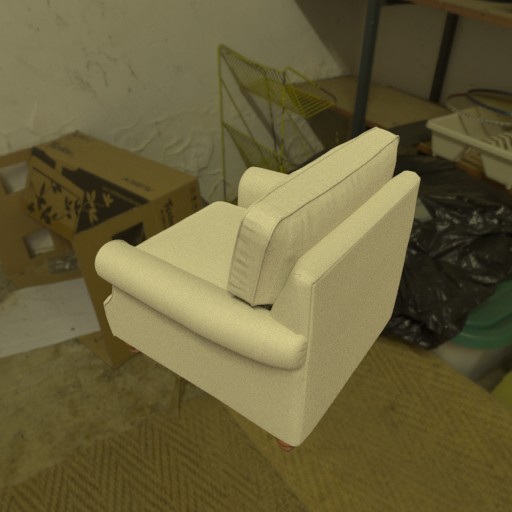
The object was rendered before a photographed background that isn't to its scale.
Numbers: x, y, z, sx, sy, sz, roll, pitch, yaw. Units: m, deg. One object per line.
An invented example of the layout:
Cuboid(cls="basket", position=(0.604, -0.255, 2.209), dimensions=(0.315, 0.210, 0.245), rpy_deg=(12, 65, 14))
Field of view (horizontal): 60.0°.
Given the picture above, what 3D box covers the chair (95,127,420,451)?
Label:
Cuboid(cls="chair", position=(0.000, 0.000, 1.789), dimensions=(0.966, 0.967, 1.029), rpy_deg=(22, 40, 29))
